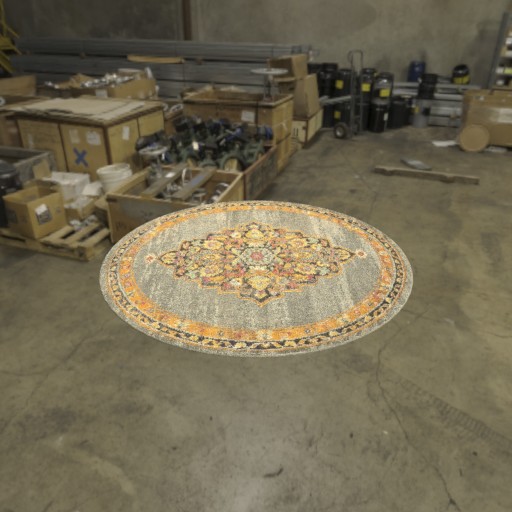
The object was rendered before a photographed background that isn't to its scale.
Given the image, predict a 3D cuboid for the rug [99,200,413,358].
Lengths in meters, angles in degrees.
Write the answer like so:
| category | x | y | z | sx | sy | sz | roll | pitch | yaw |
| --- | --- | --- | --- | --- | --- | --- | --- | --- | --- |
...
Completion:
| category | x | y | z | sx | sy | sz | roll | pitch | yaw |
| --- | --- | --- | --- | --- | --- | --- | --- | --- | --- |
| rug | 0.000 | 0.000 | 2.363 | 1.598 | 0.010 | 1.598 | 0 | 28 | 0 |
